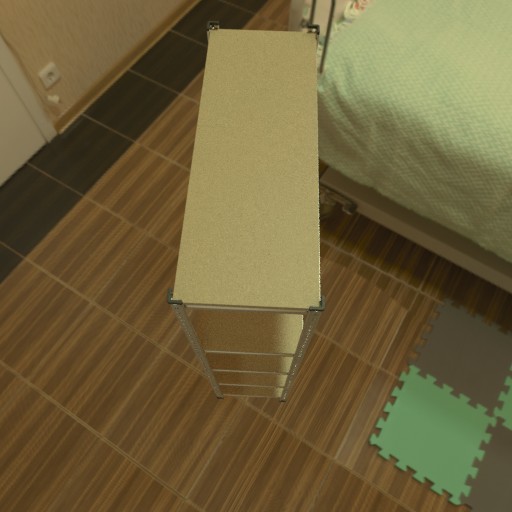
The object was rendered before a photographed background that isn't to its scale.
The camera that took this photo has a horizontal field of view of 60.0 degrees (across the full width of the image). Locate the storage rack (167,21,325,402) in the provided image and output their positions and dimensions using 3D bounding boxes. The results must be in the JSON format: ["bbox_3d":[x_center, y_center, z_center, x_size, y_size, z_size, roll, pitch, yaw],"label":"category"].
[{"bbox_3d":[0.000,0.000,2.354,0.457,1.829,1.219,3,64,1],"label":"storage rack"}]
